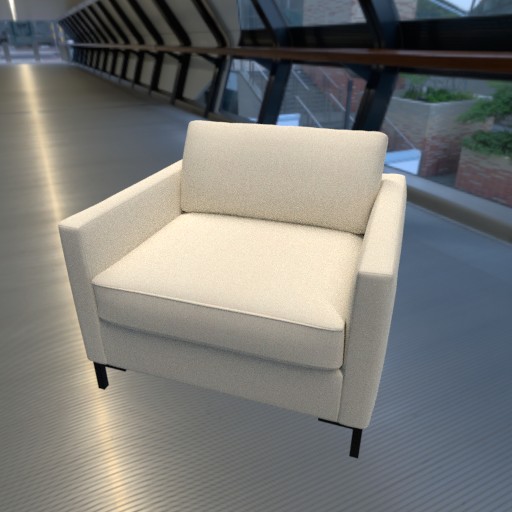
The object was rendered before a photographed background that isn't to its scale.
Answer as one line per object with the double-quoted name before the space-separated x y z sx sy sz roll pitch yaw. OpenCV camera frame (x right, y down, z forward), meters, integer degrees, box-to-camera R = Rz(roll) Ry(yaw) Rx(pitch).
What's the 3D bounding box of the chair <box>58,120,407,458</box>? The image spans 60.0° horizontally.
"chair" 0.000 0.000 1.575 0.964 0.806 0.875 9 28 17
